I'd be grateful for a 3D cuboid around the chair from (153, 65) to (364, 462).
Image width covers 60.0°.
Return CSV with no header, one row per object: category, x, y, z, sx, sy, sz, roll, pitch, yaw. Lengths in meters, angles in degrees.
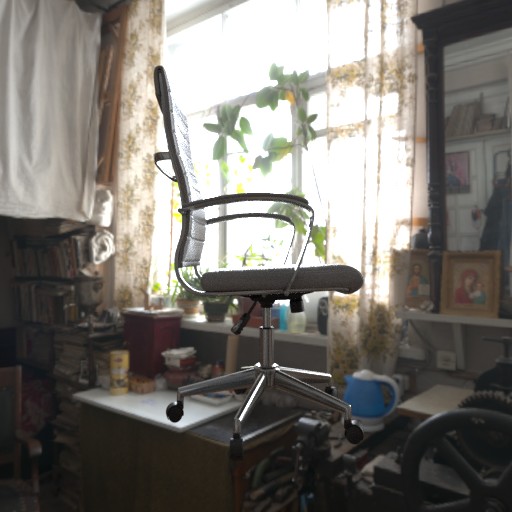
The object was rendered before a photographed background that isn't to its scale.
chair,0.000,0.000,1.554,0.667,1.149,0.679,0,0,-1
